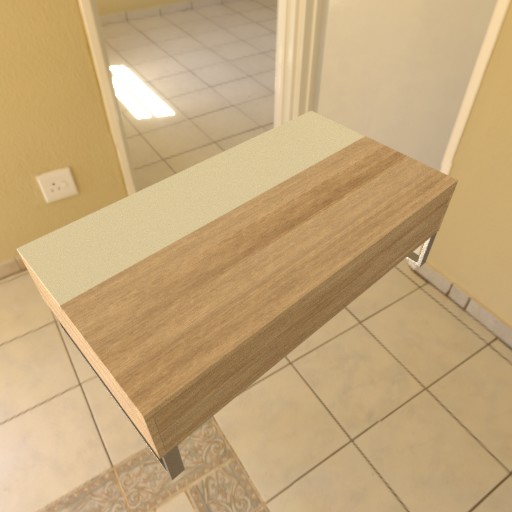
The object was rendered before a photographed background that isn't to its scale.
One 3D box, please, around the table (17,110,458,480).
[{"bbox_3d":[0.000,0.000,1.353,1.100,0.350,0.600,-33,53,-28],"label":"table"}]
